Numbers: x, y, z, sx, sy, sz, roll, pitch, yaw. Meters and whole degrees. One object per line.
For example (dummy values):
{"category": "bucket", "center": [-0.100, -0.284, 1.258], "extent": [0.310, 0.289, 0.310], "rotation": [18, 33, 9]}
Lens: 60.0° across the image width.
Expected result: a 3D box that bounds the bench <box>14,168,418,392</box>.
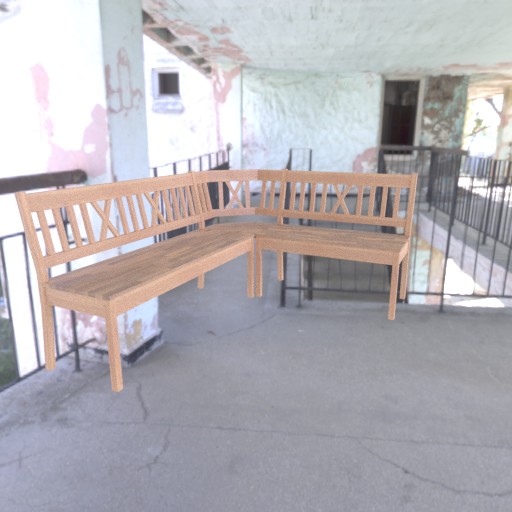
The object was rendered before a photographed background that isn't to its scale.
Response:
{"category": "bench", "center": [0.000, 0.000, 2.674], "extent": [1.537, 0.902, 1.937], "rotation": [7, 17, 25]}
